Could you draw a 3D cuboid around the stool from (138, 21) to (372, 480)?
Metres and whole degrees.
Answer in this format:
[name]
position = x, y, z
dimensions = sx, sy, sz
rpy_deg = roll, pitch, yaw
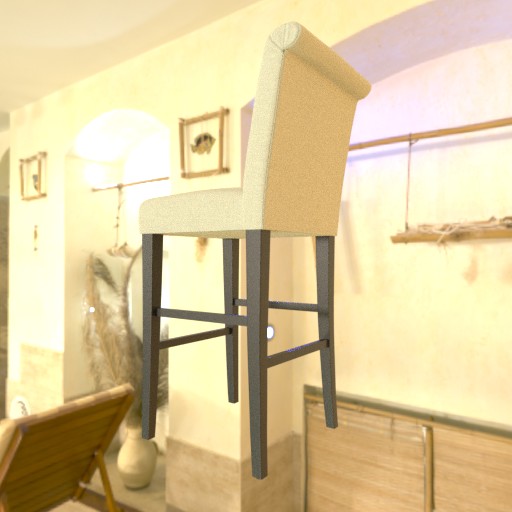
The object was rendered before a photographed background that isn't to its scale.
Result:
[stool]
position = 0.000, 0.000, 1.390
dimensions = 0.597, 1.124, 0.452
rpy_deg = 0, 0, 36
